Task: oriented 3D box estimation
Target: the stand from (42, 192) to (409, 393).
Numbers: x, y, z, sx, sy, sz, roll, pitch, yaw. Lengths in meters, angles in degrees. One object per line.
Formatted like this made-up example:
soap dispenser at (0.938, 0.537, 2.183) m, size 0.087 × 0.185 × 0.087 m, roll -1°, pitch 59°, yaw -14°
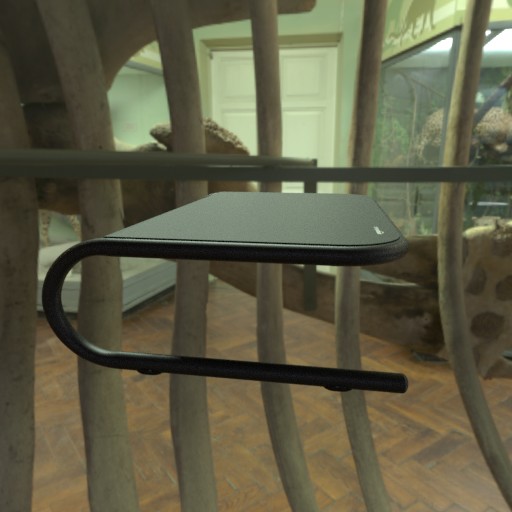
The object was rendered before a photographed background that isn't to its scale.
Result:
stand at (0.000, 0.000, 0.498) m, size 0.280 × 0.108 × 0.370 m, roll 2°, pitch 14°, yaw 9°
